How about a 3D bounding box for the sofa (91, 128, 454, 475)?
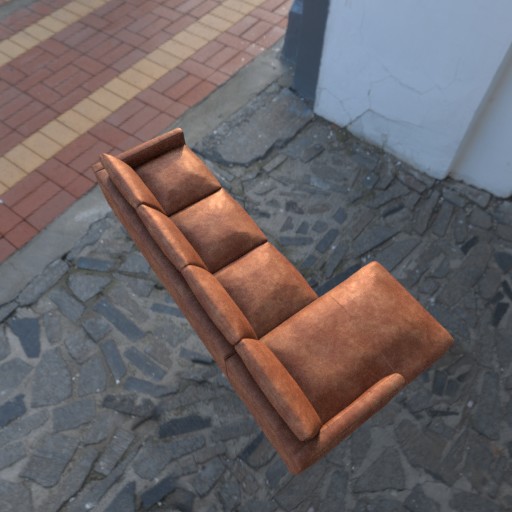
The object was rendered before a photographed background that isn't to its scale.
[{"bbox_3d":[0.000,0.000,3.675,1.471,0.859,2.993,-31,63,-18],"label":"sofa"}]
